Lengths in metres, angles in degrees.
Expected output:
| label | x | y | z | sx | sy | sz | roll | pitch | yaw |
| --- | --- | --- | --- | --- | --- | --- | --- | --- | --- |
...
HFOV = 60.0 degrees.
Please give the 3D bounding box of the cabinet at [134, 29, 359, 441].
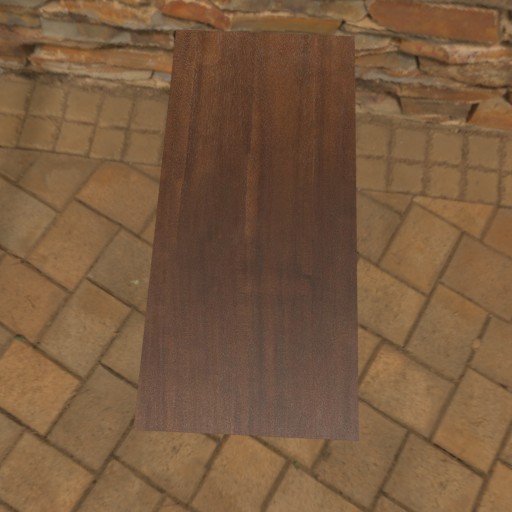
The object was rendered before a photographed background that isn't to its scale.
| label | x | y | z | sx | sy | sz | roll | pitch | yaw |
| --- | --- | --- | --- | --- | --- | --- | --- | --- | --- |
| cabinet | 0.000 | 0.000 | 1.099 | 0.354 | 0.654 | 0.743 | 3 | 76 | 1 |
